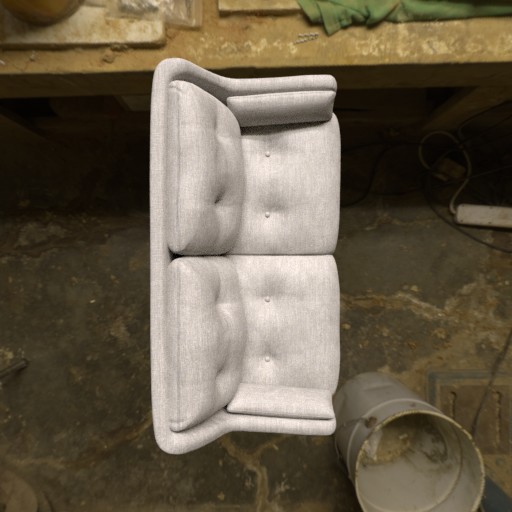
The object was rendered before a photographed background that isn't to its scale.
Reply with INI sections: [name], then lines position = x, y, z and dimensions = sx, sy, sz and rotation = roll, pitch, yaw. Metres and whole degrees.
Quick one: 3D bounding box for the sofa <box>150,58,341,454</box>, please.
[sofa]
position = 0.000, 0.000, 2.460
dimensions = 0.976, 0.897, 1.930
rotation = 0, 91, 0
